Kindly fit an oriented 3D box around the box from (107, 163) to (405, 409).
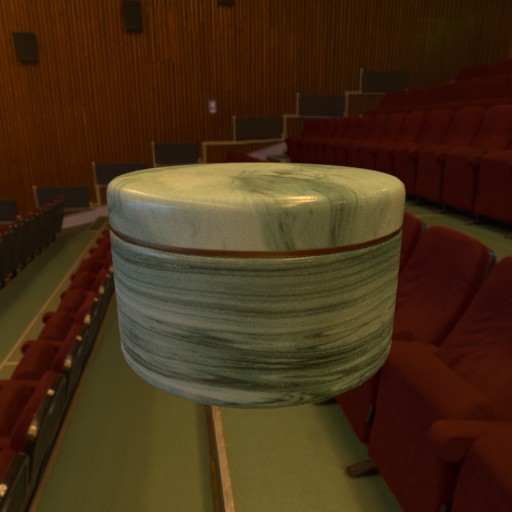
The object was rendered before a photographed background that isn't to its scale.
[{"bbox_3d":[0.000,0.000,0.165,0.101,0.063,0.101,0,17,0],"label":"box"}]
